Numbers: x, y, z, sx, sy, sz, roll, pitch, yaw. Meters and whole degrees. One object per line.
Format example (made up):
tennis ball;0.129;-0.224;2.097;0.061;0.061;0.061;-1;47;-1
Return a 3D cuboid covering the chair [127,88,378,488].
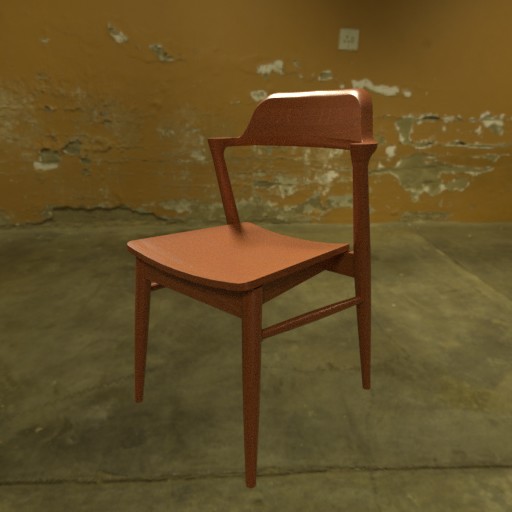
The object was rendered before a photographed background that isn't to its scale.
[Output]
chair;0.000;0.000;1.111;0.496;0.801;0.499;15;23;41
